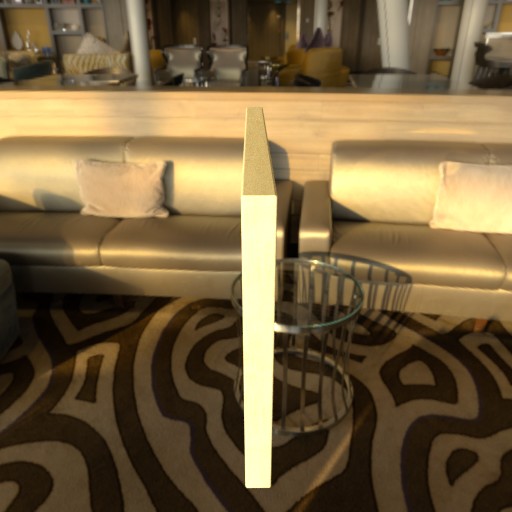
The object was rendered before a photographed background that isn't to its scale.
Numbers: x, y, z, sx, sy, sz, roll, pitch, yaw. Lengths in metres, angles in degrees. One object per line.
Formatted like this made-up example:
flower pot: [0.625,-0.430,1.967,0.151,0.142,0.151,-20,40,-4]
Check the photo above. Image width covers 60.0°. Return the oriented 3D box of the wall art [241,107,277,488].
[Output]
wall art: [0.000,0.000,0.707,0.032,0.381,0.533,0,26,-1]
